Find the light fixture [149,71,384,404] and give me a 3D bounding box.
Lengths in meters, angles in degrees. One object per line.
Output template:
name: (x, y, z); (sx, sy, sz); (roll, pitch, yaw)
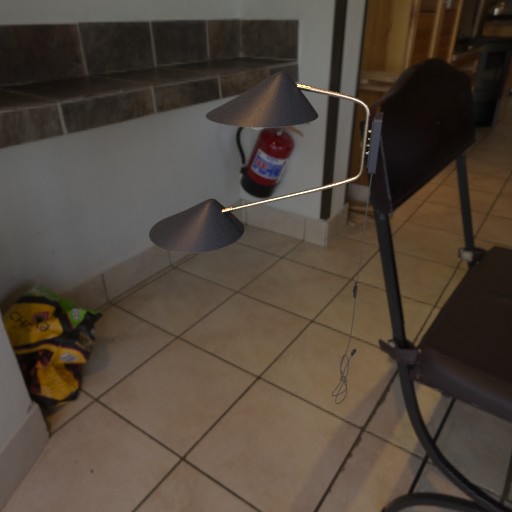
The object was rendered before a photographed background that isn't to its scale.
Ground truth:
light fixture: (0.000, 0.000, 0.856); (0.422, 0.665, 0.189); (8, 30, 14)
